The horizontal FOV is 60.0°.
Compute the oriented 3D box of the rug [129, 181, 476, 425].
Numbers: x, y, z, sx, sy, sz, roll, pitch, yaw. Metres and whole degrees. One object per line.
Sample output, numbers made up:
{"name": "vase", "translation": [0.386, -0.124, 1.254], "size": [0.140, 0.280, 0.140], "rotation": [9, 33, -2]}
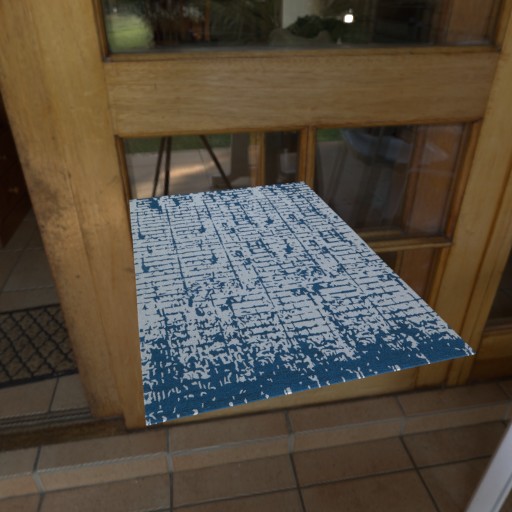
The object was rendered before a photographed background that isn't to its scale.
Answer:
{"name": "rug", "translation": [0.000, 0.000, 2.291], "size": [1.220, 0.007, 1.828], "rotation": [-8, 32, -13]}
